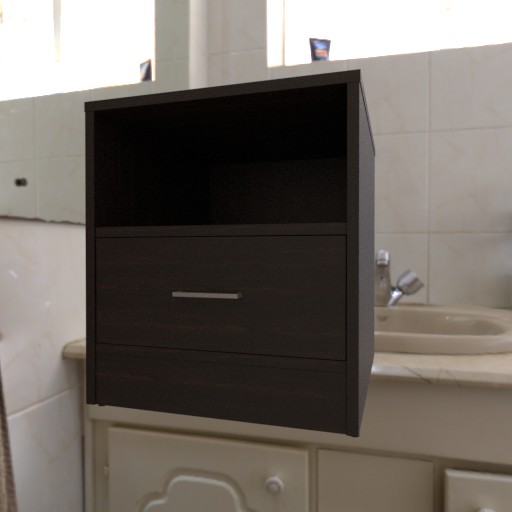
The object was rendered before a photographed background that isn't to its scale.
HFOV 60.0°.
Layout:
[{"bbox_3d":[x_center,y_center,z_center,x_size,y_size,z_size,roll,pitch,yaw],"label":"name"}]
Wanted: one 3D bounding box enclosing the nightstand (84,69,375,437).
[{"bbox_3d":[0.000,0.000,0.806,0.400,0.460,0.461,0,1,17],"label":"nightstand"}]
